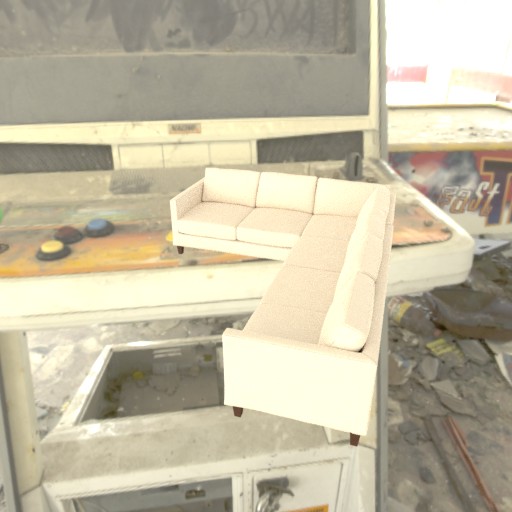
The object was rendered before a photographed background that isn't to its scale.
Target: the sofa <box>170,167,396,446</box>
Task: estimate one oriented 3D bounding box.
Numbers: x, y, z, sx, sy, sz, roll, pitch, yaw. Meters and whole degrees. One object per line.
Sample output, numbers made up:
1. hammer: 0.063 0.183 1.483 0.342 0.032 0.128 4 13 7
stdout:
1. sofa: 0.000 0.000 4.228 2.432 0.863 3.182 8 27 16
